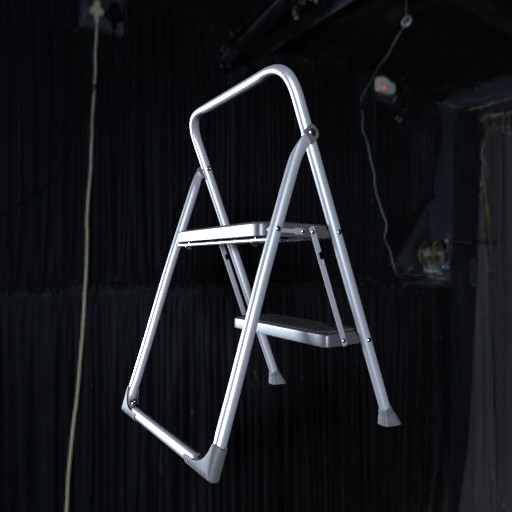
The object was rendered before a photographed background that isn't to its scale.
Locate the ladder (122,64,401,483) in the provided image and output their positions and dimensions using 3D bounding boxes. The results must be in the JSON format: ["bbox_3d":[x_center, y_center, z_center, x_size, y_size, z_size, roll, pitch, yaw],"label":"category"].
[{"bbox_3d":[0.000,0.000,0.994,0.472,0.720,0.430,0,-1,-35],"label":"ladder"}]
